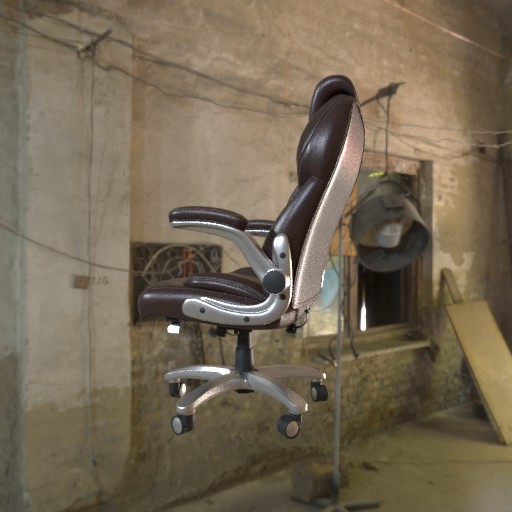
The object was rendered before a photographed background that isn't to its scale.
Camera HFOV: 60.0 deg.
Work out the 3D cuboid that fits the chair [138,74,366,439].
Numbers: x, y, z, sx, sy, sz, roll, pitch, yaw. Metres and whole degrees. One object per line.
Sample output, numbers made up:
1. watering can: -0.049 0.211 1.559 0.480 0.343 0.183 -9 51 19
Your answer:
1. chair: 0.000 0.000 1.663 0.774 1.160 0.733 0 1 18
